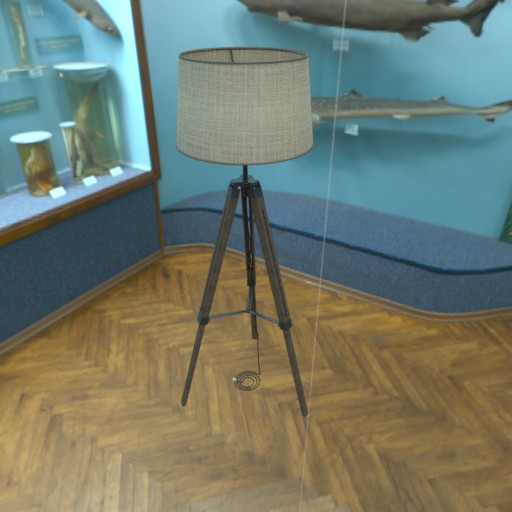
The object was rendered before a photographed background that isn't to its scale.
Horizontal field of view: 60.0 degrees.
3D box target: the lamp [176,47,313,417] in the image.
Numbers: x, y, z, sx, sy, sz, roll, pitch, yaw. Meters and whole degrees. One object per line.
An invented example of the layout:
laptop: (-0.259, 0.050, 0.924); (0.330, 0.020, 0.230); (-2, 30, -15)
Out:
lamp: (0.000, 0.000, 1.814); (0.587, 1.510, 0.604); (20, 36, 29)
